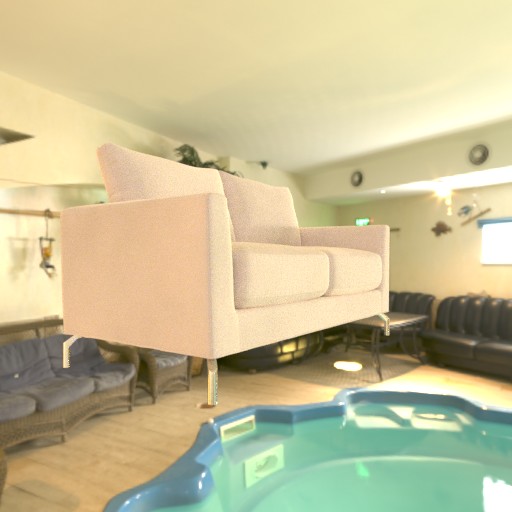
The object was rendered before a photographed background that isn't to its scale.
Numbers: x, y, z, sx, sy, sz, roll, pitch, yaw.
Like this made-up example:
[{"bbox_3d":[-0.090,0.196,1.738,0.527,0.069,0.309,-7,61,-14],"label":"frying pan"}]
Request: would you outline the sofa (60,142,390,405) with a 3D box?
[{"bbox_3d":[0.000,0.000,2.392,0.906,0.995,1.739,0,-1,36],"label":"sofa"}]
